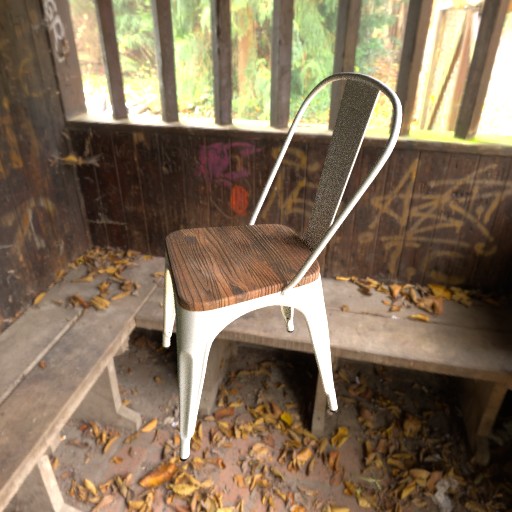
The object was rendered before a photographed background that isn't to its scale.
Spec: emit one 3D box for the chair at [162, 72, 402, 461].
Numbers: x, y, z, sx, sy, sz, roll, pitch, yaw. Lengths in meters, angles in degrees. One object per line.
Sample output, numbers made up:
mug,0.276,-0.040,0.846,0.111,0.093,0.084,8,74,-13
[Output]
chair,0.000,0.000,1.139,0.521,0.851,0.452,-8,31,-14
